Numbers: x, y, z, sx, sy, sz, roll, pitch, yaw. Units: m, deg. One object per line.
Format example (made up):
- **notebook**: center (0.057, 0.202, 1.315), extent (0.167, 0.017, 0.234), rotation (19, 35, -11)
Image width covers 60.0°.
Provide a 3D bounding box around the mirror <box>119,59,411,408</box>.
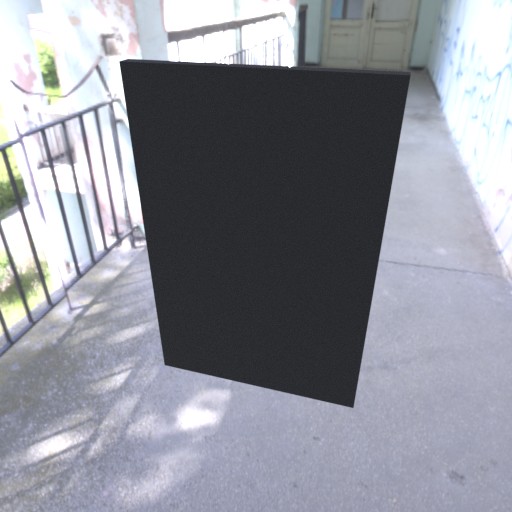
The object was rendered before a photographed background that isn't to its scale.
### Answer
- **mirror**: center (0.000, 0.000, 1.145), extent (0.606, 0.912, 0.044), rotation (9, 33, 14)
